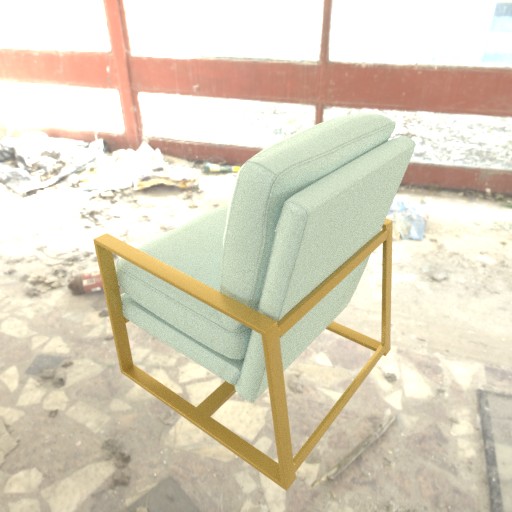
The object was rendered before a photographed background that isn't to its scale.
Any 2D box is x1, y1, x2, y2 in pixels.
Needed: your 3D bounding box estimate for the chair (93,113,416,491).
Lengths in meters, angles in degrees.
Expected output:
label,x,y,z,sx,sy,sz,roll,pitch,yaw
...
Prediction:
label,x,y,z,sx,sy,sz,roll,pitch,yaw
chair,0.000,0.000,1.525,0.813,0.956,0.758,22,37,32
